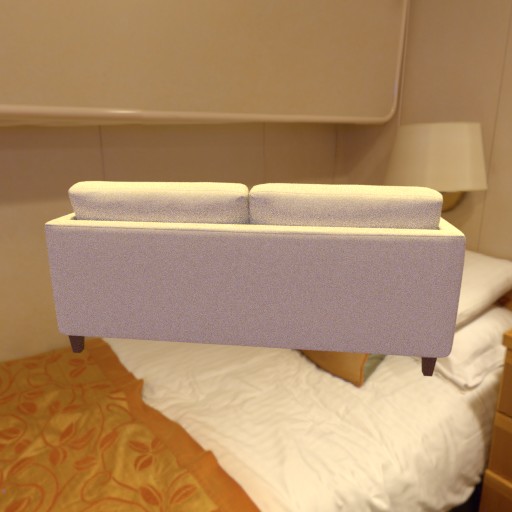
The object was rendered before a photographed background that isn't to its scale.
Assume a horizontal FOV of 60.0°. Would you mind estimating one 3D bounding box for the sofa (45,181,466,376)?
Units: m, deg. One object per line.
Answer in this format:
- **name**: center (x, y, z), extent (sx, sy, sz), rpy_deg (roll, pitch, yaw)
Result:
- **sofa**: center (0.000, 0.000, 2.539), extent (1.981, 0.889, 0.965), rpy_deg (2, 16, 7)
